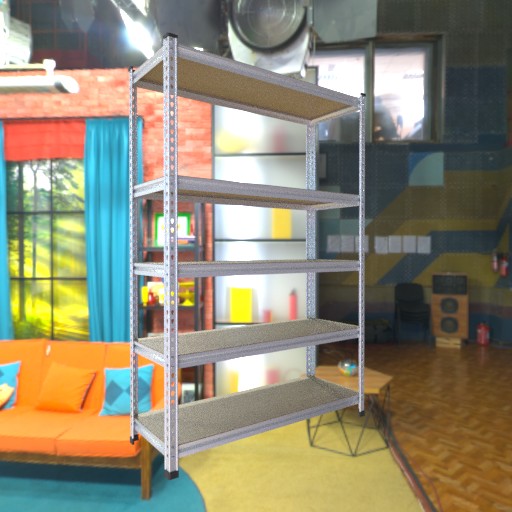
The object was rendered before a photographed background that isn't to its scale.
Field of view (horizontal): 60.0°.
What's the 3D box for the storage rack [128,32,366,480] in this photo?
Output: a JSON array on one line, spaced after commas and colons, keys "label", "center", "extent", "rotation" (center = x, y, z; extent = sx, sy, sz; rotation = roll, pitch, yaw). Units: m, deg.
[{"label": "storage rack", "center": [0.000, 0.000, 2.348], "extent": [1.219, 1.829, 0.457], "rotation": [-1, 1, -36]}]
